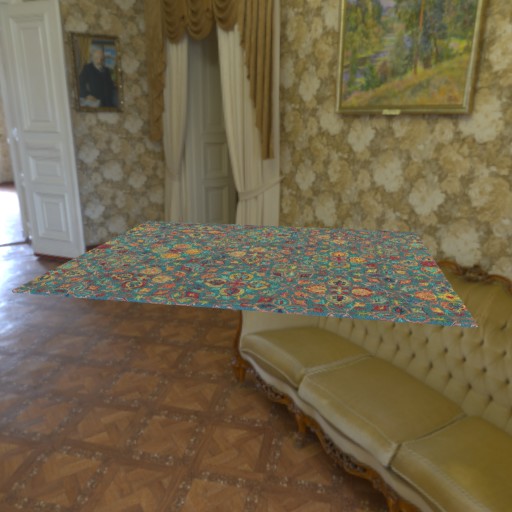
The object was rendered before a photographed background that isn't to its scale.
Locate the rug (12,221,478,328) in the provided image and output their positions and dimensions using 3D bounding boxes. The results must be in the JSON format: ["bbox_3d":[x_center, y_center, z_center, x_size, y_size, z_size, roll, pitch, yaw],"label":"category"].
[{"bbox_3d":[0.000,0.000,4.119,3.204,0.025,2.434,3,17,10],"label":"rug"}]
